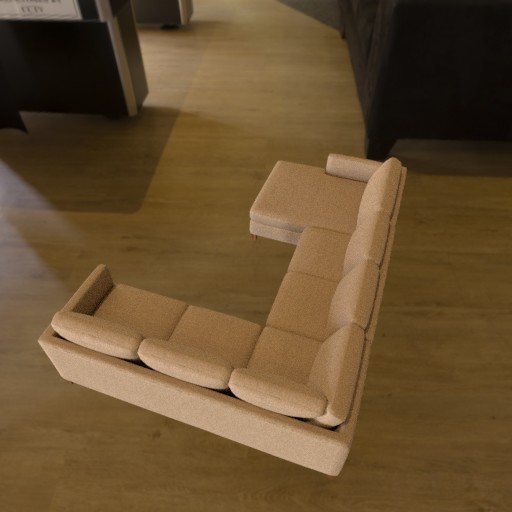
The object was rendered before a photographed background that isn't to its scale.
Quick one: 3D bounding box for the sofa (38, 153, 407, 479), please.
[{"bbox_3d":[0.000,0.000,4.495,2.551,0.889,3.403,14,48,13],"label":"sofa"}]
